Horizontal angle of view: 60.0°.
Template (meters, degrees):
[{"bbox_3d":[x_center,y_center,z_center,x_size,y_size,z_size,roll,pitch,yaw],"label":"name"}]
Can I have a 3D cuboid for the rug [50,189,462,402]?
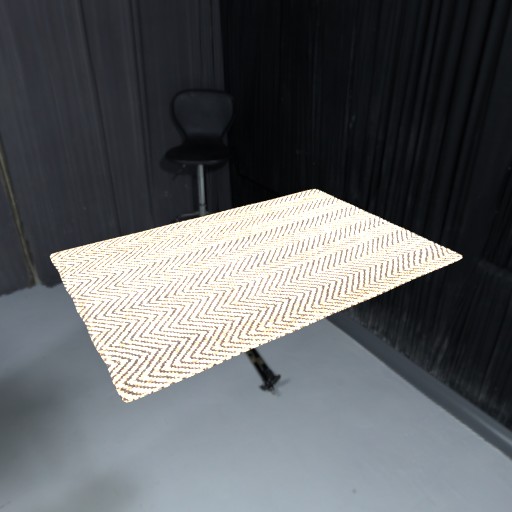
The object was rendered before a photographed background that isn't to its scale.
[{"bbox_3d":[0.000,0.000,2.339,1.828,0.008,1.219,-17,33,-29],"label":"rug"}]
